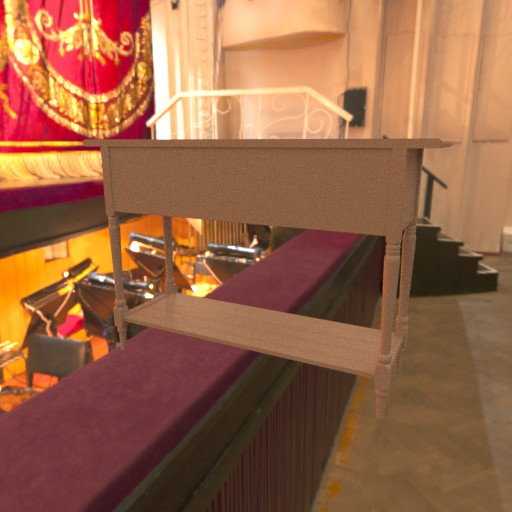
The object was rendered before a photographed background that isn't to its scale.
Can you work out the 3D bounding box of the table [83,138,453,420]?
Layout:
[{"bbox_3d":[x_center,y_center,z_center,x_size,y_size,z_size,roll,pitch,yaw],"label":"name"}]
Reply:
[{"bbox_3d":[0.000,0.000,1.589,1.197,0.808,0.384,7,16,26],"label":"table"}]
